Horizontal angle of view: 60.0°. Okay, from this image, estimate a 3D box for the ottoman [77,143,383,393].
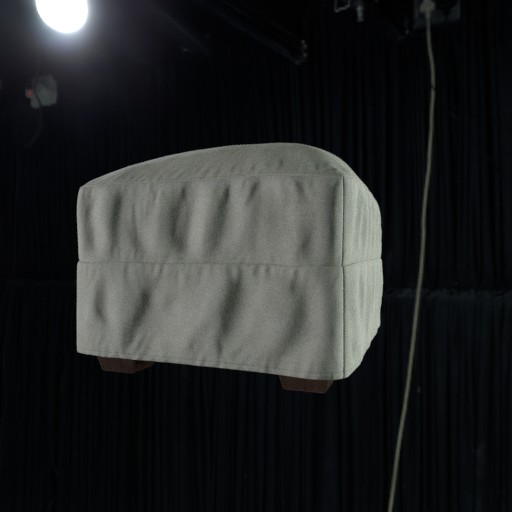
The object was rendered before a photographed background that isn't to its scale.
[{"bbox_3d":[0.000,0.000,1.114,0.584,0.480,0.712,0,-1,20],"label":"ottoman"}]
